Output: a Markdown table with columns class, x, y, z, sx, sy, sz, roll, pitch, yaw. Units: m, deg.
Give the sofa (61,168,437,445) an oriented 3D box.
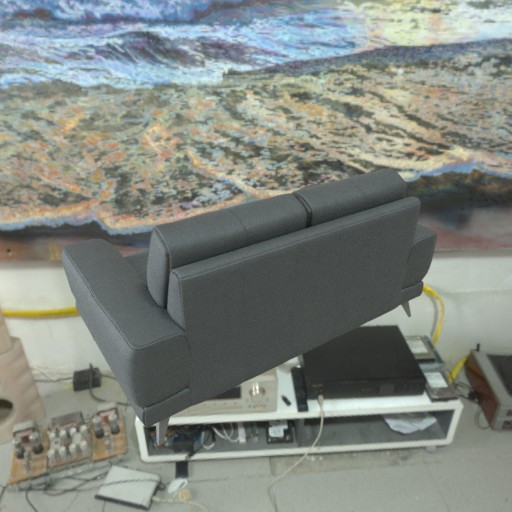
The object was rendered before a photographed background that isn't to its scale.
| class | x | y | z | sx | sy | sz | roll | pitch | yaw |
| --- | --- | --- | --- | --- | --- | --- | --- | --- | --- |
| sofa | 0.000 | 0.000 | 2.402 | 1.806 | 0.907 | 1.018 | -18 | 33 | -30 |
